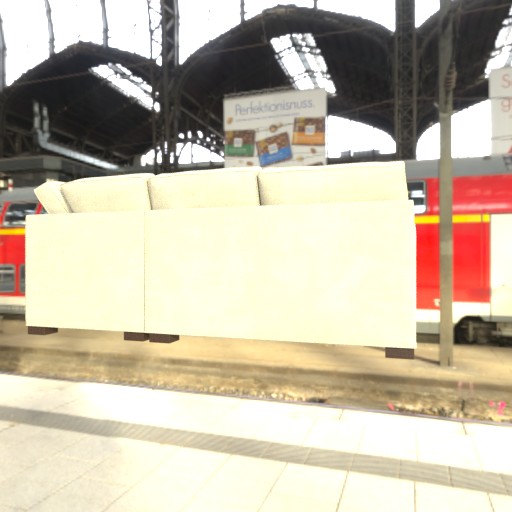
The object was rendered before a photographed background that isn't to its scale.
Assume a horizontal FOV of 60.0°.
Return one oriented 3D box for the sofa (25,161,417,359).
[{"bbox_3d":[0.000,0.000,3.317,2.188,0.936,2.211,0,0,17],"label":"sofa"}]
